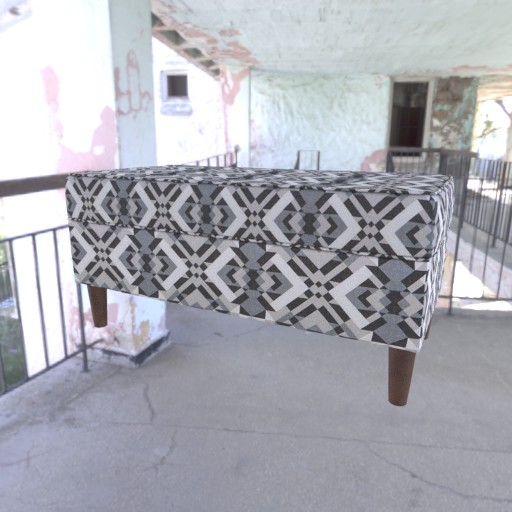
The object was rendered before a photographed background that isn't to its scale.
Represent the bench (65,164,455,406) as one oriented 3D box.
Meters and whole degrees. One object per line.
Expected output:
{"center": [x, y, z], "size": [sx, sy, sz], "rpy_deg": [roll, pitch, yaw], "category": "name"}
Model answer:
{"center": [0.000, 0.000, 1.302], "size": [1.016, 0.477, 0.492], "rpy_deg": [8, 17, 26], "category": "bench"}
